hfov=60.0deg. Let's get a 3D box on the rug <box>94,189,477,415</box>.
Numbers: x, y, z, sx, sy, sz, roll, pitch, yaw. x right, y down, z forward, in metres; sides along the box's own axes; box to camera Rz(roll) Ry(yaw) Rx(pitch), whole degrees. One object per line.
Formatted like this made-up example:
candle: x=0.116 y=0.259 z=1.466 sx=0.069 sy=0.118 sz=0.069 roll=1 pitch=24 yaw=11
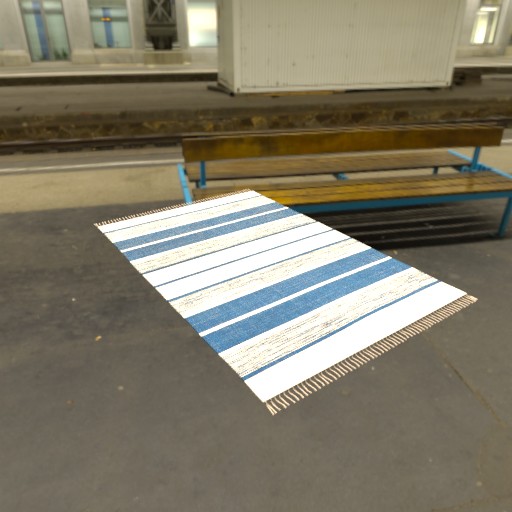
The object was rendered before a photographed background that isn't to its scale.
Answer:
rug: x=0.000 y=0.000 z=3.131 sx=1.532 sy=0.010 sz=2.441 roll=-18 pitch=33 yaw=-31
